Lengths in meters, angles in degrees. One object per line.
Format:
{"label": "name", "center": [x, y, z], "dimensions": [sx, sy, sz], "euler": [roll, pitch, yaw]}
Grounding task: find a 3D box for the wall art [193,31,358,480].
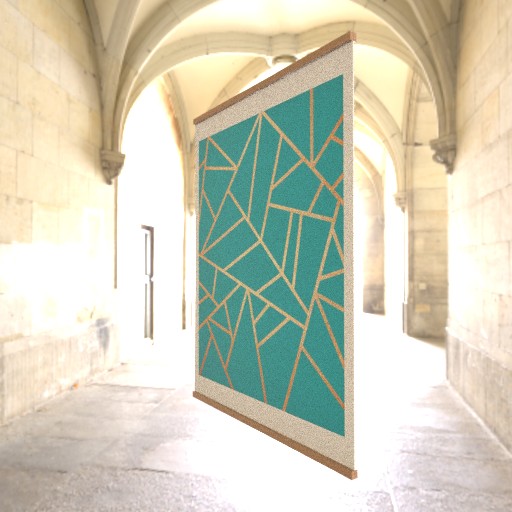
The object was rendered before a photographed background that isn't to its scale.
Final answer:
{"label": "wall art", "center": [0.000, 0.000, 0.789], "dimensions": [0.012, 0.608, 0.459], "euler": [1, -1, -36]}
